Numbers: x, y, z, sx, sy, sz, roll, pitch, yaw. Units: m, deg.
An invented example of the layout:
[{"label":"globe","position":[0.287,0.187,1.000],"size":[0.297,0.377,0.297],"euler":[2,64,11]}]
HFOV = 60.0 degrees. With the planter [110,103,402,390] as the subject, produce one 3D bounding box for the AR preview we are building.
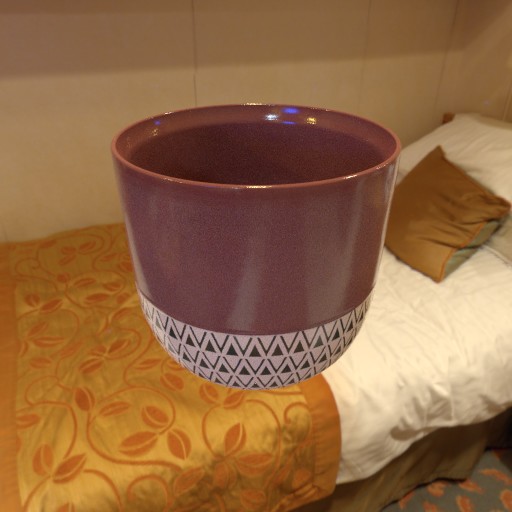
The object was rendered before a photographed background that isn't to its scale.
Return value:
[{"label":"planter","position":[0.000,0.000,0.488],"size":[0.266,0.270,0.266],"euler":[0,31,0]}]
